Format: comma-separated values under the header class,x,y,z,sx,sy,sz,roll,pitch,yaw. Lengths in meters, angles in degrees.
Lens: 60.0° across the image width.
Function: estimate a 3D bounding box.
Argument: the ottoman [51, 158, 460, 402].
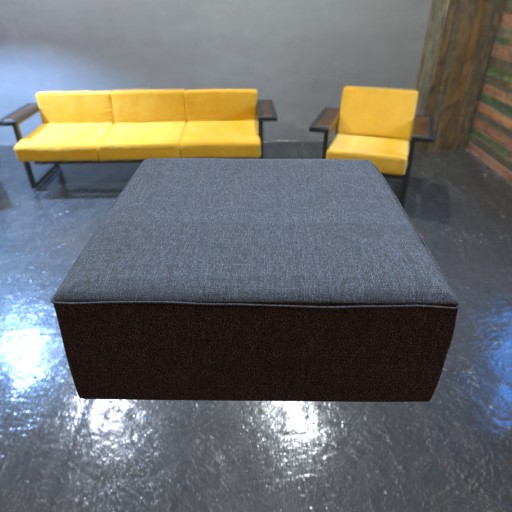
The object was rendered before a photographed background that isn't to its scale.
class,x,y,z,sx,sy,sz,roll,pitch,yaw
ottoman,0.000,0.000,1.575,1.023,0.423,1.017,1,32,1
